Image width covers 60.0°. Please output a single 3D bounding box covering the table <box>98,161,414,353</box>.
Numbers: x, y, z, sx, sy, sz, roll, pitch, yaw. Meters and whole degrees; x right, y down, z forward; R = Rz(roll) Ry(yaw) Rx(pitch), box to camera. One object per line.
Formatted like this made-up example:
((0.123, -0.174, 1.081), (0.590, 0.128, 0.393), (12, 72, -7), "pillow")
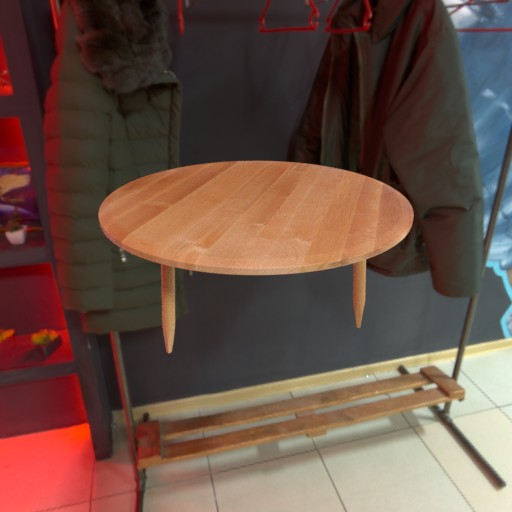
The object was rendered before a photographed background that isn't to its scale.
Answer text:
((0.000, 0.000, 1.414), (0.900, 0.400, 0.900), (0, 26, 0), "table")
